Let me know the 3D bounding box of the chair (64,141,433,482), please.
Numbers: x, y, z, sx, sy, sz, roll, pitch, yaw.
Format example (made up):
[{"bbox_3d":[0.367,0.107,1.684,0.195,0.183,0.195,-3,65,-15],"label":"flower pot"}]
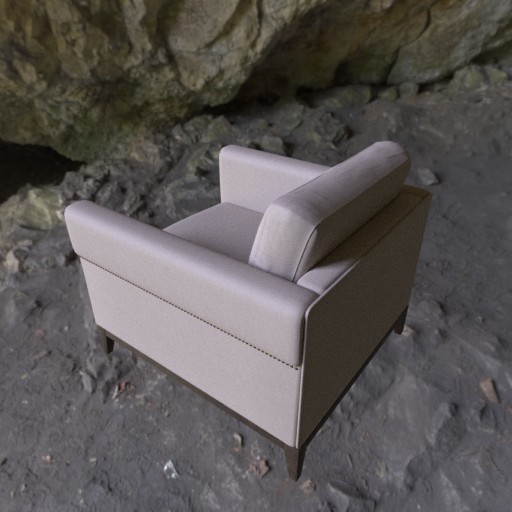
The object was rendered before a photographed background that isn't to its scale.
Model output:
[{"bbox_3d":[0.000,0.000,1.672,0.959,0.838,0.914,21,37,31],"label":"chair"}]
